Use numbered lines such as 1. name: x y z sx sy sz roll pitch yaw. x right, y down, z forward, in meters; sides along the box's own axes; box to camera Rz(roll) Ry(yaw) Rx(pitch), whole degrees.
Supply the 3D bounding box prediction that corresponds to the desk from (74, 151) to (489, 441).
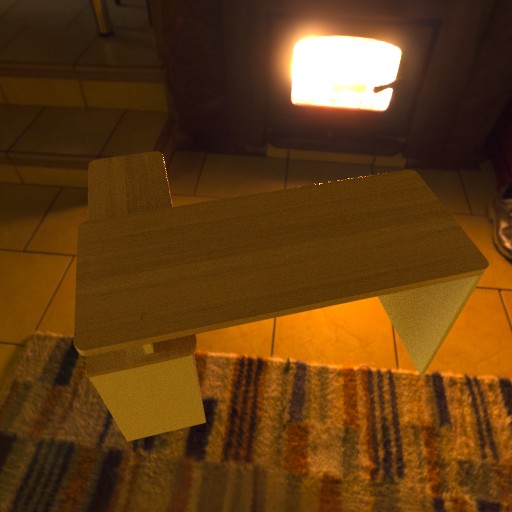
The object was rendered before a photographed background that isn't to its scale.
1. desk: 0.000 0.000 2.087 1.400 0.770 1.175 -10 49 -9
